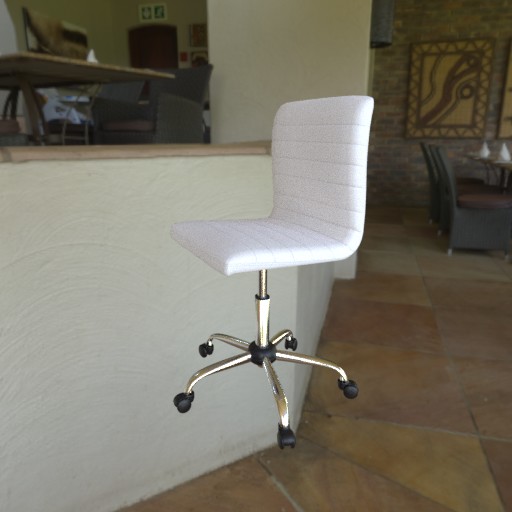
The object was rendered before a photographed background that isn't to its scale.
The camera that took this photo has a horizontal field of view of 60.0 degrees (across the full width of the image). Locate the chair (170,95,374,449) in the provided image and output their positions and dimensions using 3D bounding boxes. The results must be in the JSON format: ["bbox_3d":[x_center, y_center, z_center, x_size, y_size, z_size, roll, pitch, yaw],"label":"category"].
[{"bbox_3d":[0.000,0.000,1.103,0.455,0.750,0.520,-8,17,-26],"label":"chair"}]
